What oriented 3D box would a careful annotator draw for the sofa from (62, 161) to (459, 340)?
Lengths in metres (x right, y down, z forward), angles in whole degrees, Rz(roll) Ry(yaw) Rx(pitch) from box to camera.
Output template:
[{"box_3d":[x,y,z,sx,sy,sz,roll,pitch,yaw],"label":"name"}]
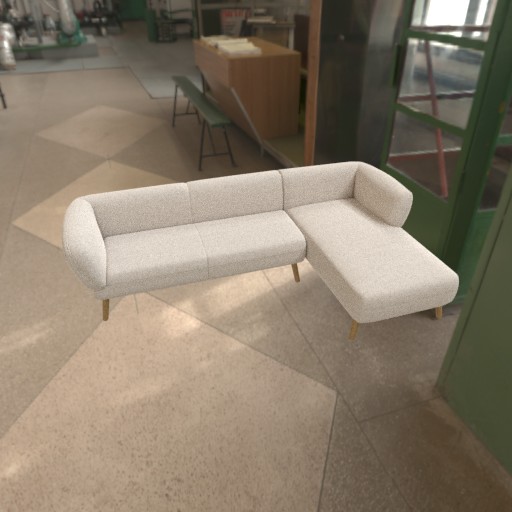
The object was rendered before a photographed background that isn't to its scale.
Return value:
[{"box_3d":[0.000,0.000,3.367,2.660,0.730,1.610,-10,34,-15],"label":"sofa"}]
